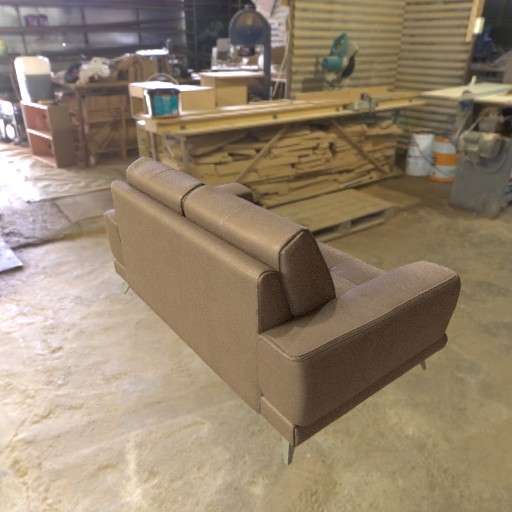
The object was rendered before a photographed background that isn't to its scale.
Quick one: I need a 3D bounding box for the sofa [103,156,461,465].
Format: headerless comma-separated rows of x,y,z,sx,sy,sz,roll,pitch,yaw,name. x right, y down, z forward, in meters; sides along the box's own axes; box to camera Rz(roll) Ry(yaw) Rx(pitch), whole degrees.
0.000,0.000,2.369,1.018,0.907,1.806,-19,32,-33,sofa
